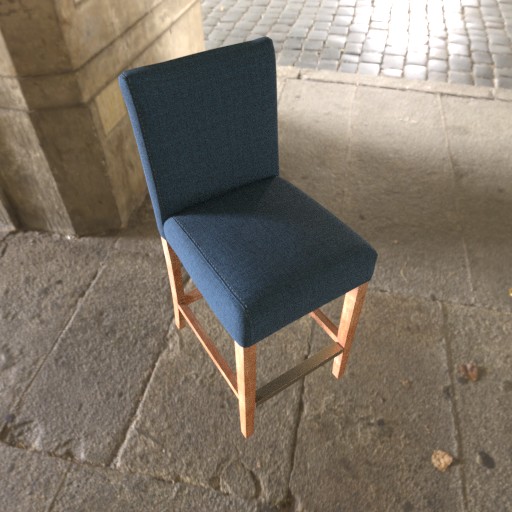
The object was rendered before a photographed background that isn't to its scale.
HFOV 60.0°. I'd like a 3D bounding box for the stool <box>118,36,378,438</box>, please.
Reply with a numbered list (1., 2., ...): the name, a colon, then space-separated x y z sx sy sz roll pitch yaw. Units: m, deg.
1. stool: 0.000 0.000 1.337 0.454 1.039 0.567 -25 51 -23
